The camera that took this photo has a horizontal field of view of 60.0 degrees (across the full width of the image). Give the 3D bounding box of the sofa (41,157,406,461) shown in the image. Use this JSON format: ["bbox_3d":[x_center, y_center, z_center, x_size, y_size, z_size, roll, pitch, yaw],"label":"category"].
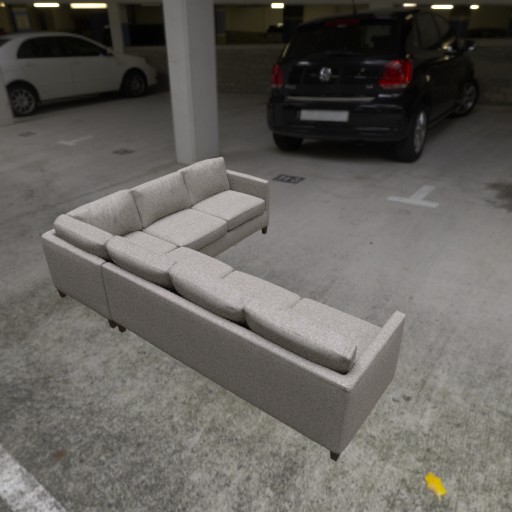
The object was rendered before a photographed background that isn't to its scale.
[{"bbox_3d":[0.000,0.000,4.395,3.302,0.947,2.593,20,36,31],"label":"sofa"}]
